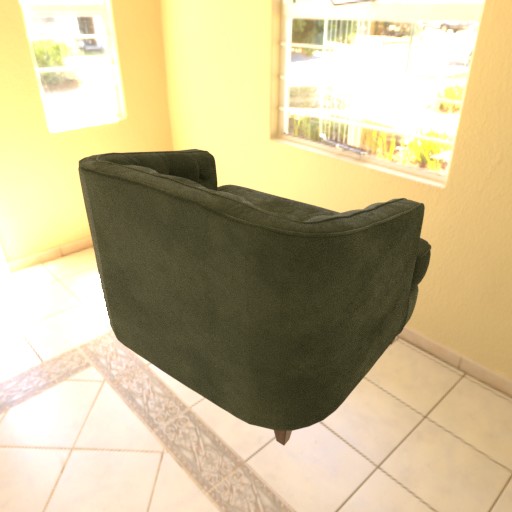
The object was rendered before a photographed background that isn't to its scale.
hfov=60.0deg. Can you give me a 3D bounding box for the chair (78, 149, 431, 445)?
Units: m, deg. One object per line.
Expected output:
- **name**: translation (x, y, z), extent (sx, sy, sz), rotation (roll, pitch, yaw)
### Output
- **chair**: translation (0.000, 0.000, 1.738), extent (1.104, 0.852, 0.941), rotation (21, 36, 32)
